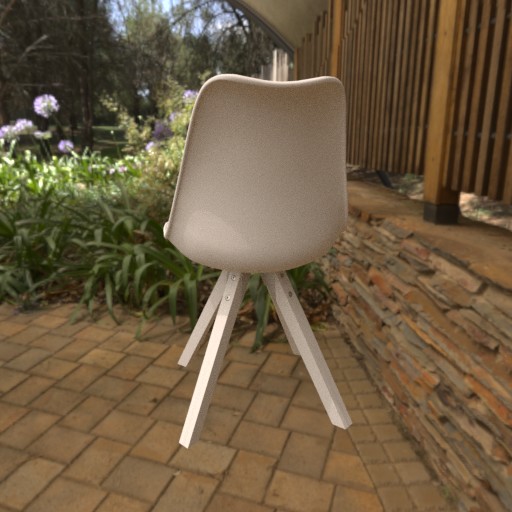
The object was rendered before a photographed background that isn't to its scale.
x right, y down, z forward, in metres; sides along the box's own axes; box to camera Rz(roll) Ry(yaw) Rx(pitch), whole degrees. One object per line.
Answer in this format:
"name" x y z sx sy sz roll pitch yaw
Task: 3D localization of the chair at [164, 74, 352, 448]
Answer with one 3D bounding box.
"chair" 0.000 0.000 1.198 0.485 0.850 0.550 -3 15 -10
